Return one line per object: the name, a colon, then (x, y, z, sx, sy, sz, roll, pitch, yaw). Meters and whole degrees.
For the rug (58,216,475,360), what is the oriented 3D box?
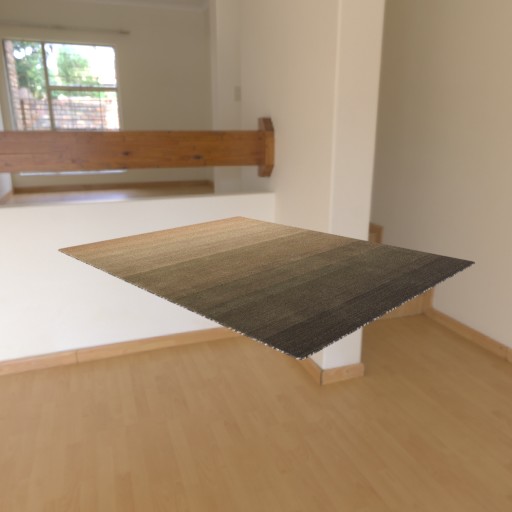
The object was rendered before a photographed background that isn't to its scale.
rug: (0.000, 0.000, 3.896, 2.902, 0.017, 2.306, 15, 22, 43)
